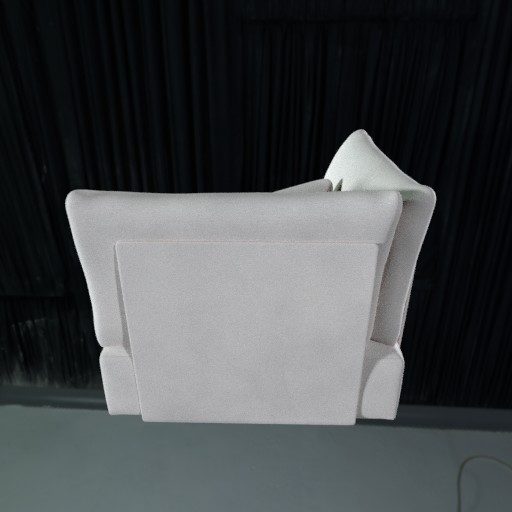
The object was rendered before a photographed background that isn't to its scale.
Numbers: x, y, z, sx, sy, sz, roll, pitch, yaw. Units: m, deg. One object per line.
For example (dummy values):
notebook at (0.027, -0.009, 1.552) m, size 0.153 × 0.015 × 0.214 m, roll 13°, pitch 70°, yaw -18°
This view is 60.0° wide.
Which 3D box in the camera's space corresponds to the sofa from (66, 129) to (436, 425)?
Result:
sofa at (0.000, 0.000, 1.740) m, size 1.000 × 0.820 × 1.000 m, roll 1°, pitch 26°, yaw 1°
